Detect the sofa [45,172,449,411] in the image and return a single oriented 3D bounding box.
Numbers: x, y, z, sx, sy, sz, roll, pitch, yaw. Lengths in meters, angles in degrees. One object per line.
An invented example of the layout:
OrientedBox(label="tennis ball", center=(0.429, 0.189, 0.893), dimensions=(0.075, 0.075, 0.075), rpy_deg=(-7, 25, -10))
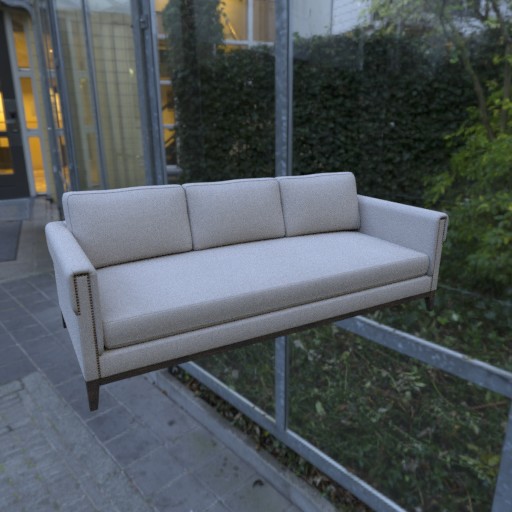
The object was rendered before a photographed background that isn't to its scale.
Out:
OrientedBox(label="sofa", center=(0.000, 0.000, 2.685), dimensions=(2.210, 0.838, 0.959), rpy_deg=(-9, 20, -28))
